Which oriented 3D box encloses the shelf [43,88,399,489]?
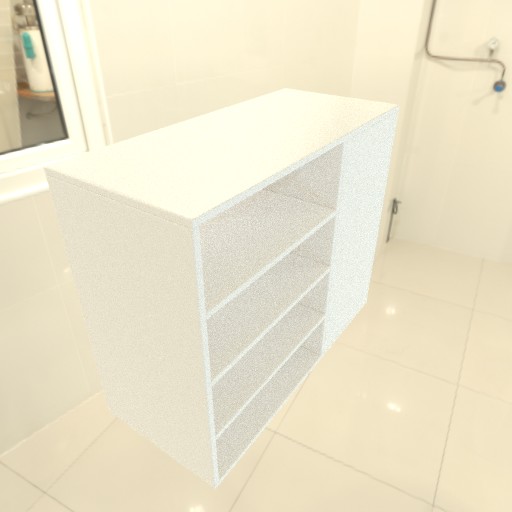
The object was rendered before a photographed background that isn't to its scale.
[{"bbox_3d":[0.000,0.000,1.280,0.396,0.732,0.895,21,38,29],"label":"shelf"}]
